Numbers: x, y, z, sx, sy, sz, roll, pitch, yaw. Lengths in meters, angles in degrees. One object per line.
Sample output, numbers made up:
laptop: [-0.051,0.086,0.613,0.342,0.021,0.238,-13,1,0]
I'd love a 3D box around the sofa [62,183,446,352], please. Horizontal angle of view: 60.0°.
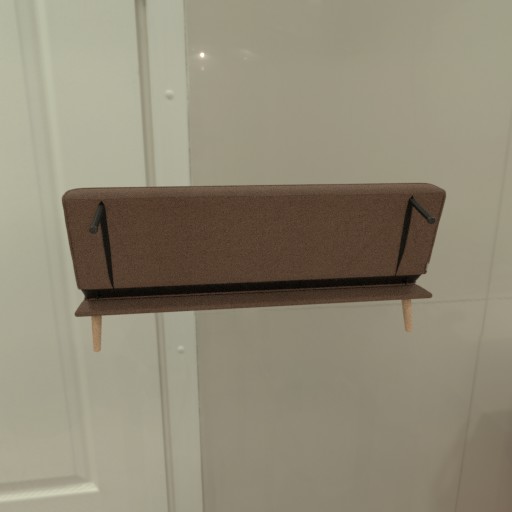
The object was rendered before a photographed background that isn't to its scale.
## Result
sofa: [0.000,0.000,2.436,1.820,0.810,1.038,-2,15,-8]
